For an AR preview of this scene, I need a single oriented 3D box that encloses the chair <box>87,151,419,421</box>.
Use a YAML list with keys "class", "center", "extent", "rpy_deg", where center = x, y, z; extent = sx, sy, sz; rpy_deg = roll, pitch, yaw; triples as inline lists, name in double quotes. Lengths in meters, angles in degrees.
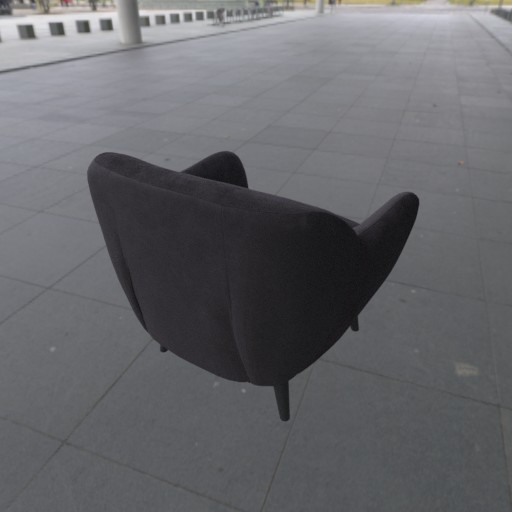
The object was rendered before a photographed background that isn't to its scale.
- class: "chair"
  center: [0.000, 0.000, 1.525]
  extent: [0.840, 0.807, 0.819]
  rpy_deg: [20, 36, 30]
